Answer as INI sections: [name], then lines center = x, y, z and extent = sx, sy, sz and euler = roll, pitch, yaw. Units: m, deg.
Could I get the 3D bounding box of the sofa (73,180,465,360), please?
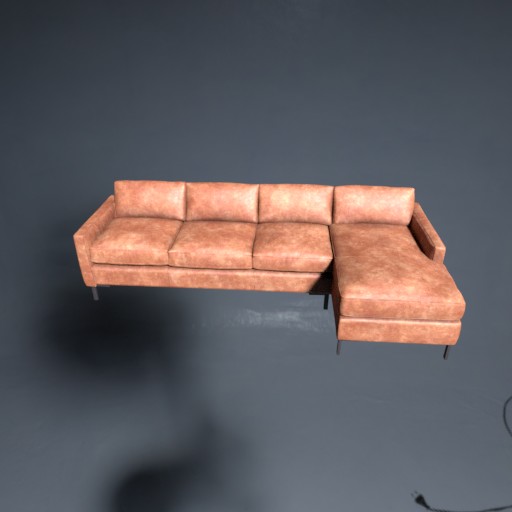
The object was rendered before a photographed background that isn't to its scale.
[sofa]
center = 0.000, 0.000, 3.735
extent = 2.993, 0.859, 1.471
euler = 2, 29, 4
